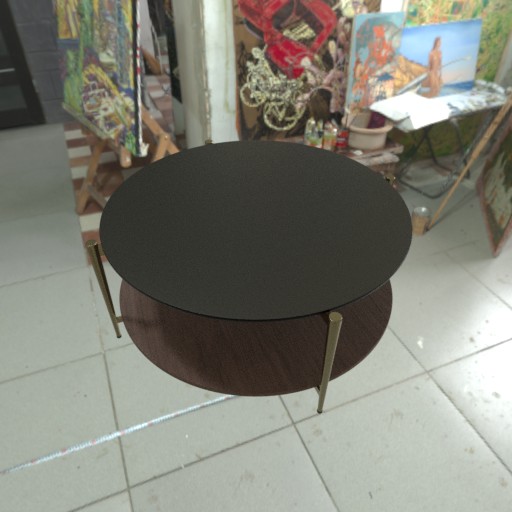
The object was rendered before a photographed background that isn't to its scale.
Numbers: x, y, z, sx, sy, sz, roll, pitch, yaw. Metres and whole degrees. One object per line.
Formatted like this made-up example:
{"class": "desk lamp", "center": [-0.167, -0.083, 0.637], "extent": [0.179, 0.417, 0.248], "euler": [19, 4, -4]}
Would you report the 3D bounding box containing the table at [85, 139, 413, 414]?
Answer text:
{"class": "table", "center": [0.000, 0.000, 1.501], "extent": [0.938, 0.400, 0.938], "euler": [27, 47, 28]}
